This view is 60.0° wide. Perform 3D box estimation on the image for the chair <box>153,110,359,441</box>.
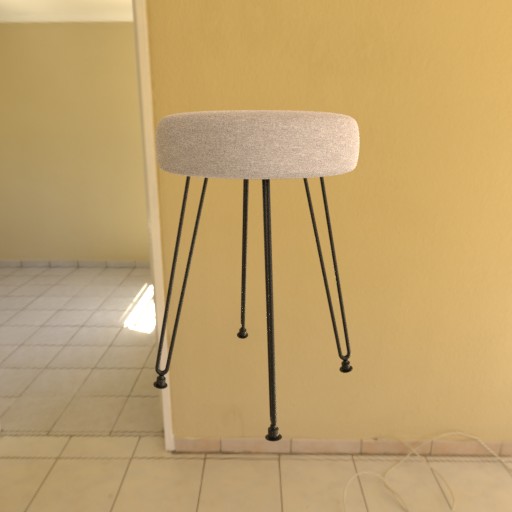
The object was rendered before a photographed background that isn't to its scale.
[{"bbox_3d":[0.000,0.000,0.715,0.350,0.440,0.350,-3,16,-9],"label":"chair"}]
